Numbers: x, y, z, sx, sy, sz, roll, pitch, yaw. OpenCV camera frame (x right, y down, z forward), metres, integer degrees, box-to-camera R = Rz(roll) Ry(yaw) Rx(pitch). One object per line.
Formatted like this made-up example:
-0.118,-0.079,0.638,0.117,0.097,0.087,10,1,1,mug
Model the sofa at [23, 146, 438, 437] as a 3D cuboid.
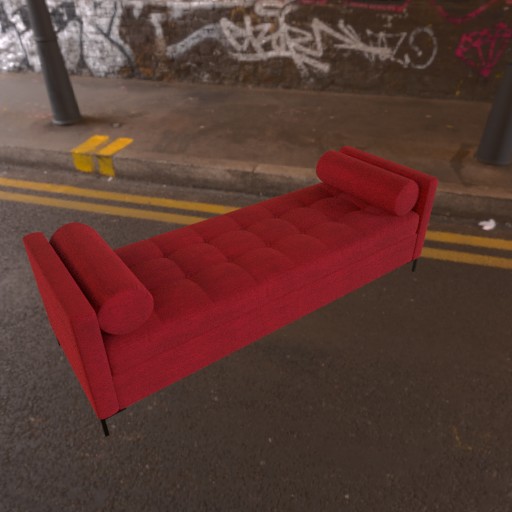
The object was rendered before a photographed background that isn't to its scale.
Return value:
0.000,0.000,2.306,1.981,0.635,0.686,-22,38,-30,sofa
